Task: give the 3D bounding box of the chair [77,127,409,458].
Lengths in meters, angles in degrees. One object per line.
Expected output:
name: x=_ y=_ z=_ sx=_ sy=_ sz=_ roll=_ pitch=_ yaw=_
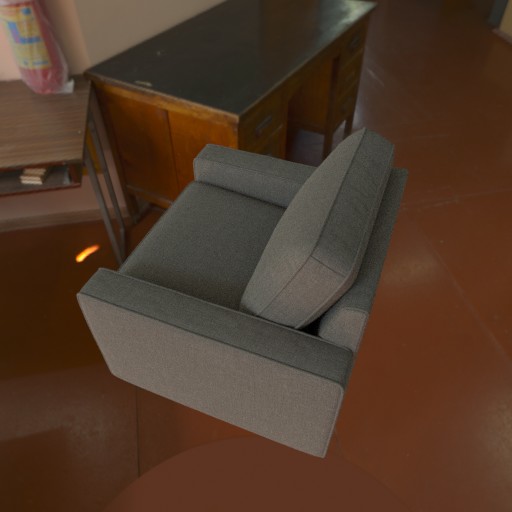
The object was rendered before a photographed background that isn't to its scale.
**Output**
chair: x=0.000 y=0.000 z=1.749 sx=0.940 sy=0.919 sz=1.017 roll=16 pitch=48 yaw=15
